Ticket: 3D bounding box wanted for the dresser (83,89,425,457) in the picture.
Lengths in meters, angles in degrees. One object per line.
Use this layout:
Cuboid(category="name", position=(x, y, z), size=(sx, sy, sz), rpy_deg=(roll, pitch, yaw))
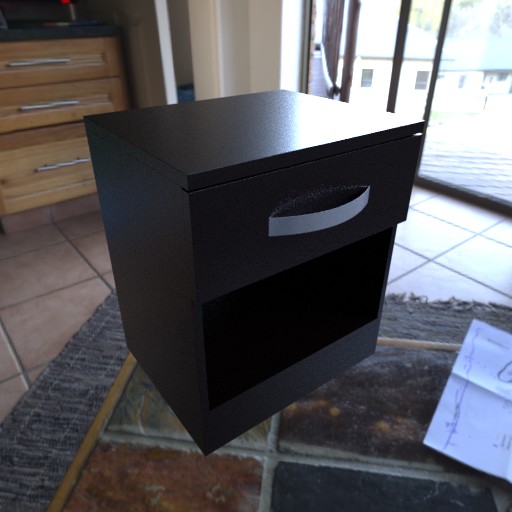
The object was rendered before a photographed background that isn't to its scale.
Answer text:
Cuboid(category="dresser", position=(0.000, 0.000, 0.780), size=(0.400, 0.470, 0.360), rpy_deg=(-20, 36, -31))
